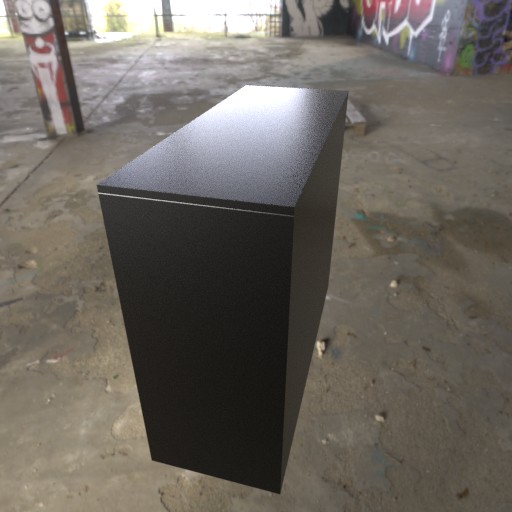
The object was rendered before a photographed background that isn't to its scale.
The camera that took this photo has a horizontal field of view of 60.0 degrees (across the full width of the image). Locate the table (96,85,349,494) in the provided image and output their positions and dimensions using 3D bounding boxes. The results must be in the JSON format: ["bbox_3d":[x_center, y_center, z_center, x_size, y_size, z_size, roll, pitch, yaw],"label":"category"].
[{"bbox_3d":[0.000,0.000,1.329,0.380,0.790,0.930,8,32,13],"label":"table"}]
